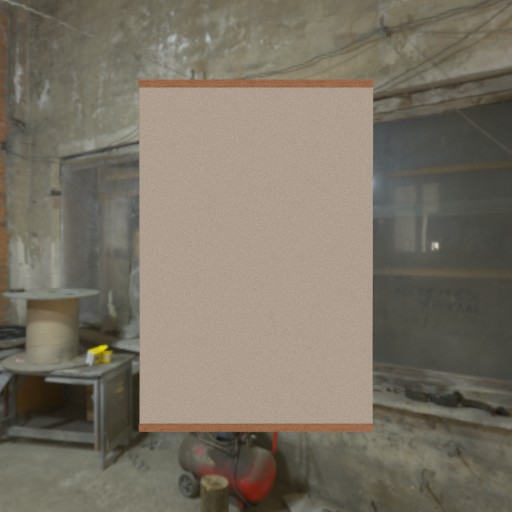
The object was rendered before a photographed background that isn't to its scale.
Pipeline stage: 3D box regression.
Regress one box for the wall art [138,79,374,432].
[{"bbox_3d":[0.000,0.000,1.925,1.019,1.527,0.019,0,0,0],"label":"wall art"}]
